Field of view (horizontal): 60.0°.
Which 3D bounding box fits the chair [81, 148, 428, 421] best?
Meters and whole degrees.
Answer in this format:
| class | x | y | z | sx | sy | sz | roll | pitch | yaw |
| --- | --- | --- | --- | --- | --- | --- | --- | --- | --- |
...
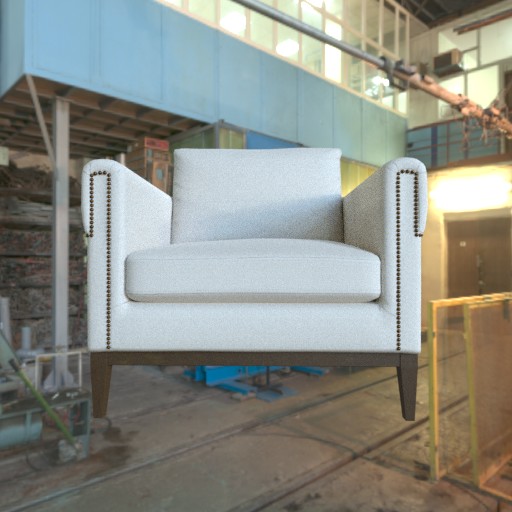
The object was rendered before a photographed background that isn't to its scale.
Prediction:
| class | x | y | z | sx | sy | sz | roll | pitch | yaw |
| --- | --- | --- | --- | --- | --- | --- | --- | --- | --- |
| chair | 0.000 | 0.000 | 1.641 | 0.982 | 0.915 | 0.896 | 0 | 0 | 1 |
